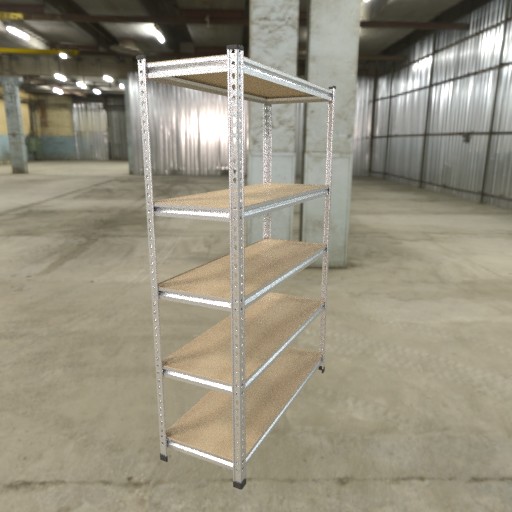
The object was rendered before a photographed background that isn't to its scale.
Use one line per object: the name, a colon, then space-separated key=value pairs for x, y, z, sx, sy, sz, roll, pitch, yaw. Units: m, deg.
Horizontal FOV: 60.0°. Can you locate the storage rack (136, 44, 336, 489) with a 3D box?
storage rack: x=0.000 y=0.000 z=2.383 sx=0.457 sy=1.829 sz=1.219 roll=7 pitch=15 yaw=25
